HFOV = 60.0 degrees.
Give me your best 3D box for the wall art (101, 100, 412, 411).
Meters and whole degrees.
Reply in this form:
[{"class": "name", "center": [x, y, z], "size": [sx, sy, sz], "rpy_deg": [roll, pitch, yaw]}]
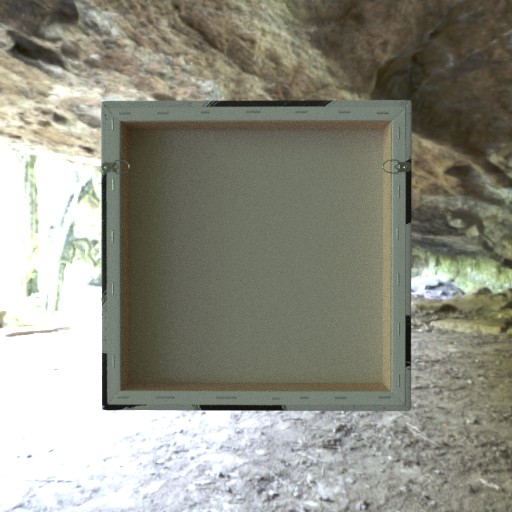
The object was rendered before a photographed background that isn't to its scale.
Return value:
[{"class": "wall art", "center": [0.000, 0.000, 0.743], "size": [0.507, 0.508, 0.050], "rpy_deg": [0, 0, 0]}]
